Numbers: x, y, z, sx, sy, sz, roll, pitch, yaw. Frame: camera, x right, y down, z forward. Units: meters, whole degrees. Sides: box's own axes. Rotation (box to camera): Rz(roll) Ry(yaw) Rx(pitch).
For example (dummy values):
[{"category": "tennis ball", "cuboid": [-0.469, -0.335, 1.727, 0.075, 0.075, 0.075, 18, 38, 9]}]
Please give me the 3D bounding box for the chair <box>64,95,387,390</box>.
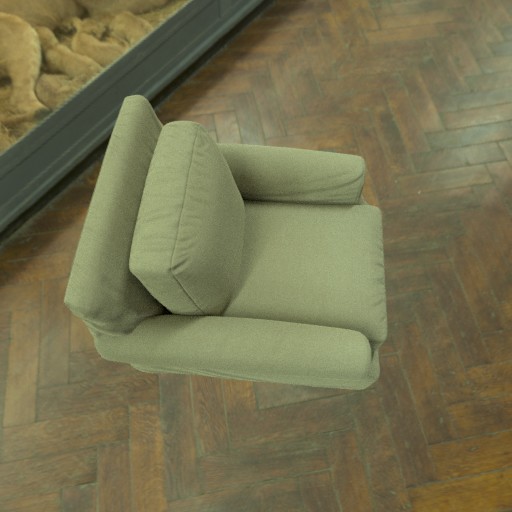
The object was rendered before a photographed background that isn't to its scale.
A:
[{"category": "chair", "cuboid": [0.000, 0.000, 1.747, 1.066, 0.866, 0.940, 4, 63, 2]}]
